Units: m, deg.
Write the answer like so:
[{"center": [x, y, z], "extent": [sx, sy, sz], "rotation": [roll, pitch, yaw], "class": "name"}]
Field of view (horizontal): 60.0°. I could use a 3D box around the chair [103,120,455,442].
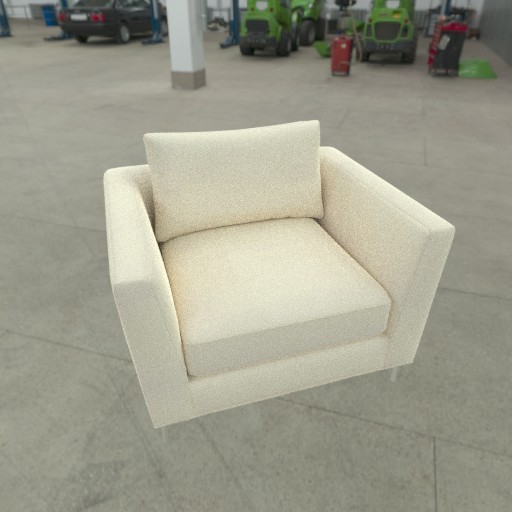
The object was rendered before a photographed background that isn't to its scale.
[{"center": [0.000, 0.000, 1.716], "extent": [1.041, 0.865, 0.889], "rotation": [-9, 32, -15], "class": "chair"}]
